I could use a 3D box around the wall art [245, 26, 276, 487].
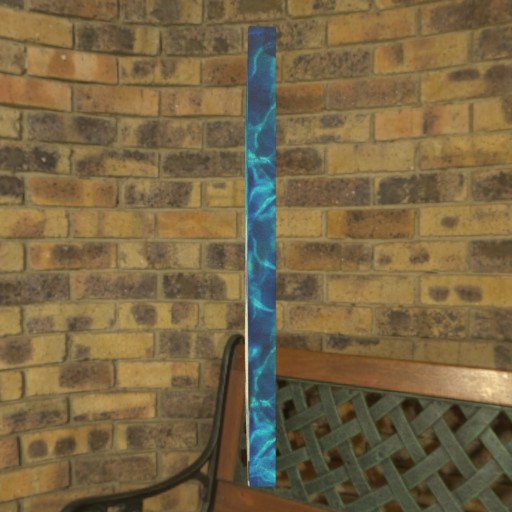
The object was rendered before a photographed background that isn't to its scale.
[{"bbox_3d":[0.000,0.000,0.865,0.038,0.635,0.508,0,0,-2],"label":"wall art"}]
